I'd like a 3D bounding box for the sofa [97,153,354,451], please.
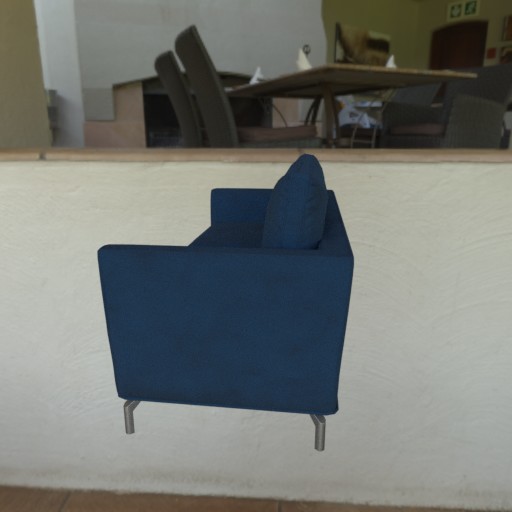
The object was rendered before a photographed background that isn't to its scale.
[{"bbox_3d":[0.000,0.000,2.324,0.853,1.002,1.770,2,15,7],"label":"sofa"}]
